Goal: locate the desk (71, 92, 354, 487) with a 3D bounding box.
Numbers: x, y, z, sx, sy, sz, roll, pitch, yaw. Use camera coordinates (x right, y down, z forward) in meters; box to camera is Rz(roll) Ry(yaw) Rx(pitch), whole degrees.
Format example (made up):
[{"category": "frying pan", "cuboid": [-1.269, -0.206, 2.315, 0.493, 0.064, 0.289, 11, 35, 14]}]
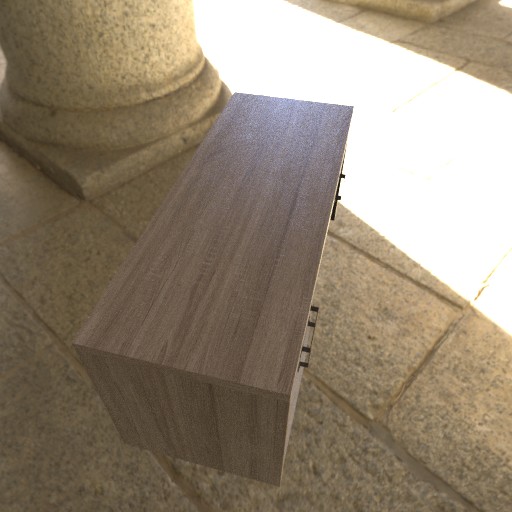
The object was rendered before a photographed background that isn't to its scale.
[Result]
[{"category": "desk", "cuboid": [0.000, 0.000, 2.101, 0.690, 0.760, 1.700, 11, 46, 10]}]
